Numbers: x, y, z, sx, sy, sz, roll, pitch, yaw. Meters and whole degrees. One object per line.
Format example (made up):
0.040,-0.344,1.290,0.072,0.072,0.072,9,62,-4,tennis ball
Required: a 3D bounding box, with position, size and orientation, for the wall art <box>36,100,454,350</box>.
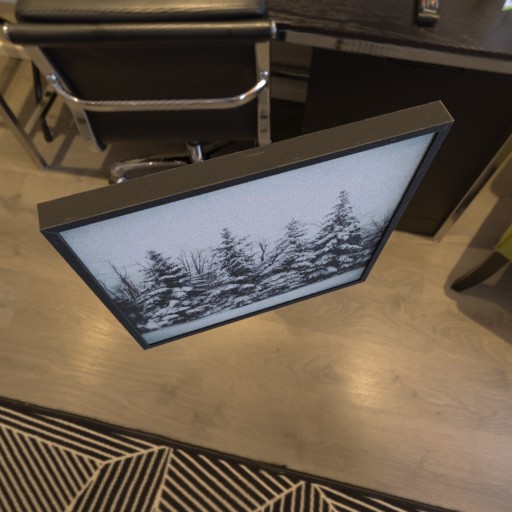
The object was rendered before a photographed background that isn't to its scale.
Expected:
0.000,0.000,0.748,0.506,0.506,0.036,-16,65,-8,wall art
